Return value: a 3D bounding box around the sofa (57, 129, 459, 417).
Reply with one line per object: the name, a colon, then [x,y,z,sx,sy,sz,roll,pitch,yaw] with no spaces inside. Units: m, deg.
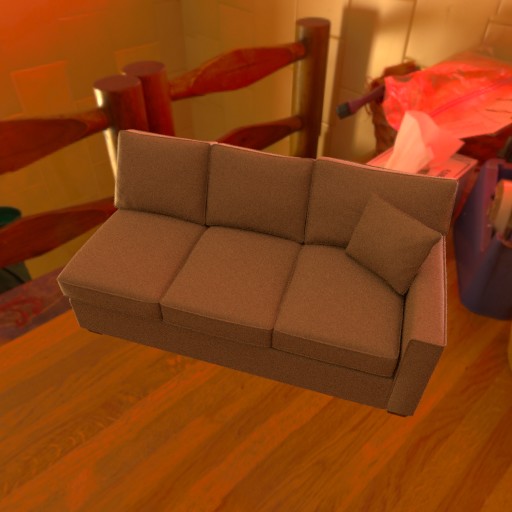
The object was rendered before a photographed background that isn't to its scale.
sofa: [0.000,0.000,2.504,1.963,0.946,1.034,12,43,13]
